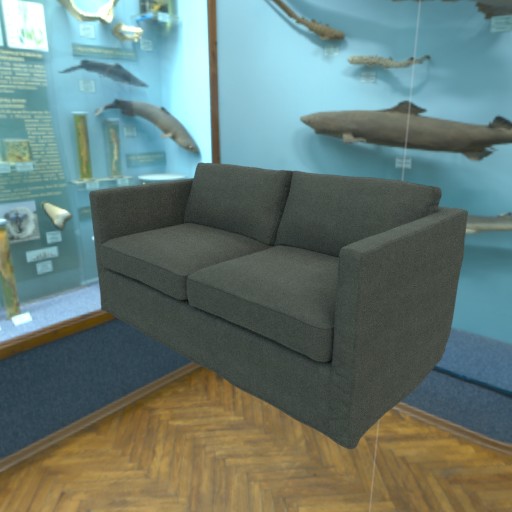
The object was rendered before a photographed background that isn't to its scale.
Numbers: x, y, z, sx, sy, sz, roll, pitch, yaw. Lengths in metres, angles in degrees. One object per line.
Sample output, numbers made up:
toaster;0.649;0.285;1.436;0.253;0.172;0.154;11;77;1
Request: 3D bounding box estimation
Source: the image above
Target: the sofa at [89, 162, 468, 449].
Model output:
sofa;0.000;0.000;2.345;1.802;0.854;0.974;16;23;41
